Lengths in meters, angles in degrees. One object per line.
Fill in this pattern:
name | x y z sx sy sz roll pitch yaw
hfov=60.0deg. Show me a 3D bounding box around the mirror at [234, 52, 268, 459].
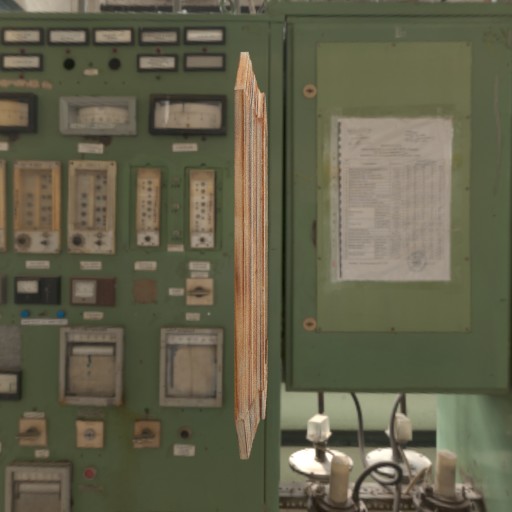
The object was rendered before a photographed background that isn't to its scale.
mirror | 0.000 0.000 1.296 0.061 1.015 0.709 0 1 2
